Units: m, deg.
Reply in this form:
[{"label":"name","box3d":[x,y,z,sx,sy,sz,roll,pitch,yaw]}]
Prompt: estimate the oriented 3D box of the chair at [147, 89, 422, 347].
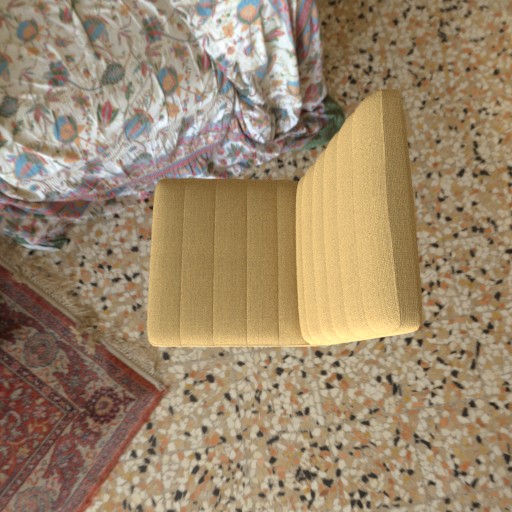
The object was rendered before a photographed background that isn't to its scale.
[{"label":"chair","box3d":[0.000,0.000,1.309,0.634,0.930,0.520,0,76,0]}]
